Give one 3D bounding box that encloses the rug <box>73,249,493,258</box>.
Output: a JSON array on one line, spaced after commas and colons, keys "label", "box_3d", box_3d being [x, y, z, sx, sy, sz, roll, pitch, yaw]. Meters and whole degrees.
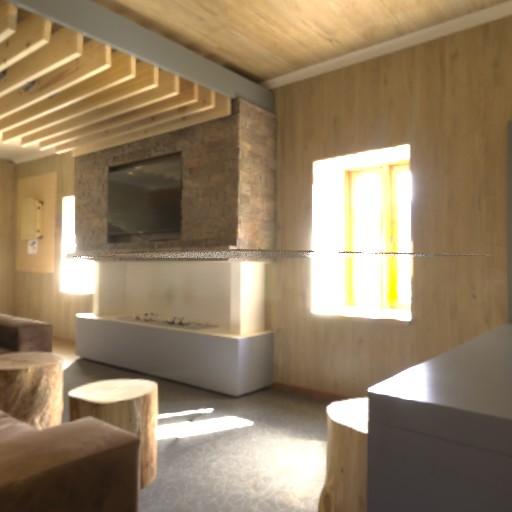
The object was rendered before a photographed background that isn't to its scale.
[{"label": "rug", "box_3d": [0.000, 0.000, 4.035, 2.451, 0.011, 3.072, 1, -1, -36]}]
